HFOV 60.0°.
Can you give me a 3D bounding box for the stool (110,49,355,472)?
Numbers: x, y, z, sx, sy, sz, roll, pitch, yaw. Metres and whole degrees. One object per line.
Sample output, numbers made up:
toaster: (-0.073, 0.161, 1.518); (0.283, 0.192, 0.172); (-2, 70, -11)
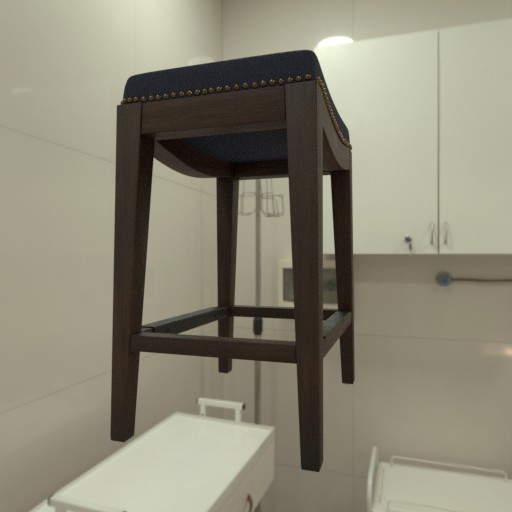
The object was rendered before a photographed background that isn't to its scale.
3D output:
stool: (0.000, 0.000, 0.939); (0.361, 0.642, 0.500); (0, 0, 18)
